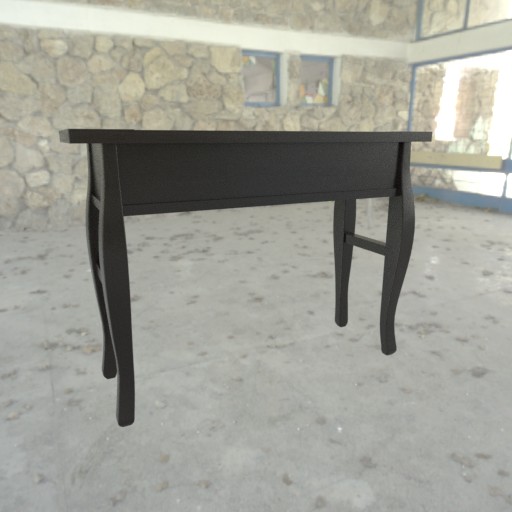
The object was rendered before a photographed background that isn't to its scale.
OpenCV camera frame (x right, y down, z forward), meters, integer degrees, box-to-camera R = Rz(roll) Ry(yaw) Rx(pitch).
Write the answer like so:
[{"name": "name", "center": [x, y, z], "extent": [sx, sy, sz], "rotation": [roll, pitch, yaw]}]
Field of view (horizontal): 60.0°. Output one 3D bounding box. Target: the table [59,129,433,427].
[{"name": "table", "center": [0.000, 0.000, 1.418], "extent": [1.062, 0.768, 0.373], "rotation": [-7, 17, -25]}]
